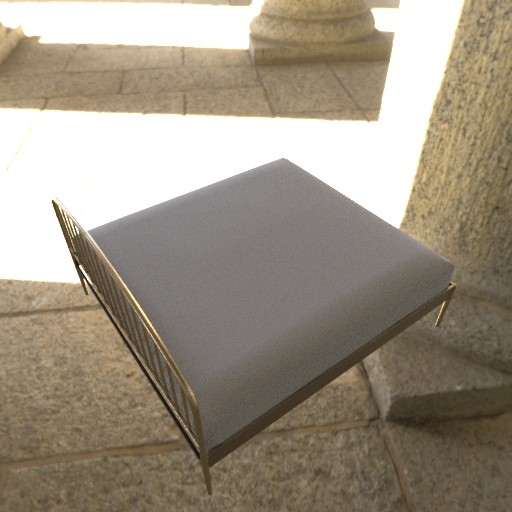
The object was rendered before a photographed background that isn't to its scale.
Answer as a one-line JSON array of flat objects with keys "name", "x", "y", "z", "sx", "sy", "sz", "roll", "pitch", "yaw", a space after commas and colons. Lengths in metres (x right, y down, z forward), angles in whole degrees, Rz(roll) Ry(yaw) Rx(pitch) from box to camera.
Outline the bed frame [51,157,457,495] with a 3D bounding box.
[{"name": "bed frame", "x": 0.000, "y": 0.000, "z": 3.263, "sx": 2.152, "sy": 1.174, "sz": 2.016, "roll": -26, "pitch": 47, "yaw": -26}]
